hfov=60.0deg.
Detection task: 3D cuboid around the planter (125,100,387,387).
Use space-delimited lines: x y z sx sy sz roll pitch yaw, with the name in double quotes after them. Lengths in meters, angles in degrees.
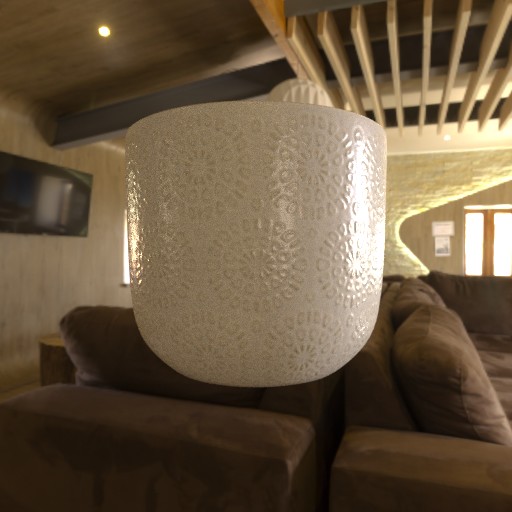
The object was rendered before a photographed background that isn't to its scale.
0.000 0.000 0.300 0.170 0.152 0.170 0 0 0 "planter"
